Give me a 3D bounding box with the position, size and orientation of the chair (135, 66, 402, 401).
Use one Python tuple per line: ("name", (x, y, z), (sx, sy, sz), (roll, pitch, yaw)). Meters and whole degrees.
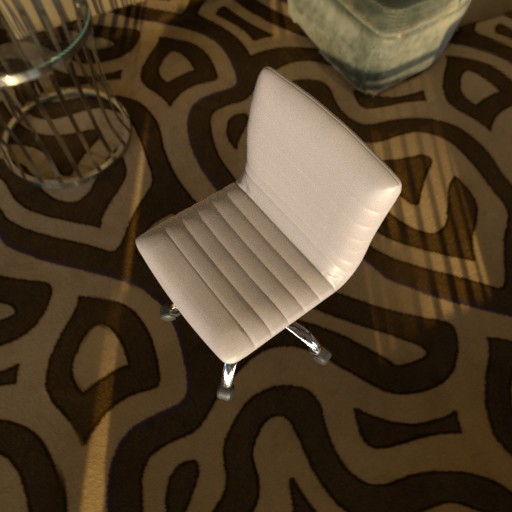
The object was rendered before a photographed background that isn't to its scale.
("chair", (0.000, 0.000, 1.140), (0.542, 0.750, 0.569), (-35, 68, -17))
